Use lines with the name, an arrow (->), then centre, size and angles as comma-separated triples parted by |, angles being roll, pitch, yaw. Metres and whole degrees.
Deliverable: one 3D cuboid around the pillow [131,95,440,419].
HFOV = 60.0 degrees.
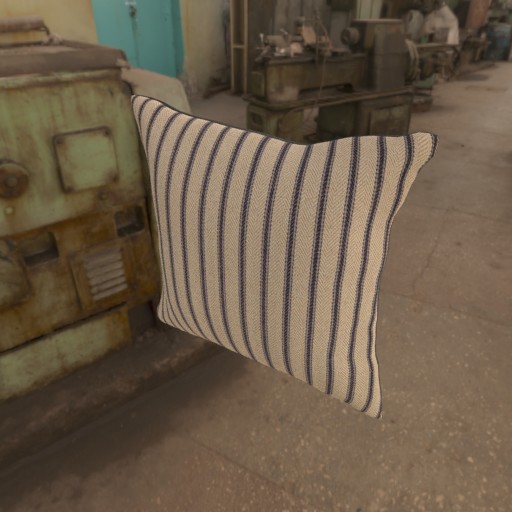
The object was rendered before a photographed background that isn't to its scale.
pillow -> 0.000, 0.000, 0.692 | 0.468, 0.444, 0.138 | 18, 35, 27
